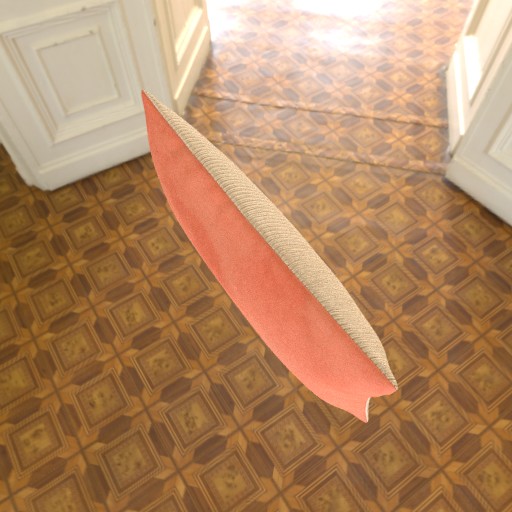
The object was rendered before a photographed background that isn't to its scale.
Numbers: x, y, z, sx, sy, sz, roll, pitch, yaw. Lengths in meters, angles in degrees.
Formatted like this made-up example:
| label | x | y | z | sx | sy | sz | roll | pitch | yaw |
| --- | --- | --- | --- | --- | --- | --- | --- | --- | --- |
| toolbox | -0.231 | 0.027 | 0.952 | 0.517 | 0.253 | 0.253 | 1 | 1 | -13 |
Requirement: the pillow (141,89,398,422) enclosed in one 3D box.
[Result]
| label | x | y | z | sx | sy | sz | roll | pitch | yaw |
| --- | --- | --- | --- | --- | --- | --- | --- | --- | --- |
| pillow | 0.000 | 0.000 | 0.747 | 0.155 | 0.307 | 0.608 | -30 | 63 | -17 |
